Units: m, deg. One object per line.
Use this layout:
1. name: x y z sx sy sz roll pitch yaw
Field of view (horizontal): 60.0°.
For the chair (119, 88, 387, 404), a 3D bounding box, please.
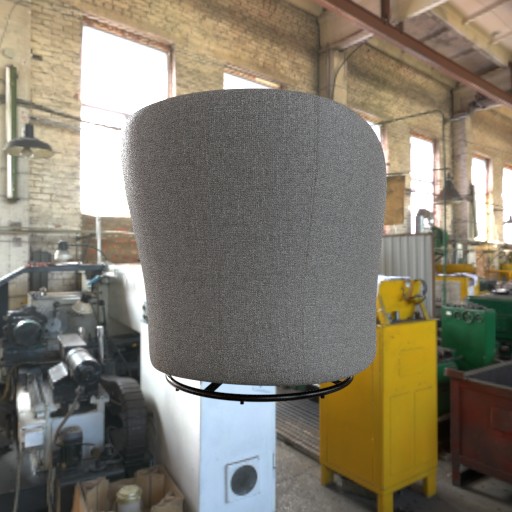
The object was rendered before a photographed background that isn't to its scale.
1. chair: 0.000 0.000 1.398 0.791 0.771 0.815 0 -1 17
